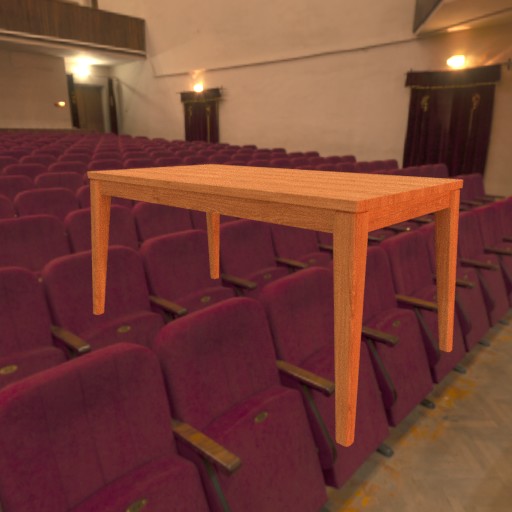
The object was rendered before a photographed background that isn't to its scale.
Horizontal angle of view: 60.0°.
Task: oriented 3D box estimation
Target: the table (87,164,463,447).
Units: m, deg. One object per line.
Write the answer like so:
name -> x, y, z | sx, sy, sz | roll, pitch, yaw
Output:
table -> 0.000, 0.000, 2.115 | 1.600, 0.760, 0.900 | 14, 20, 41
